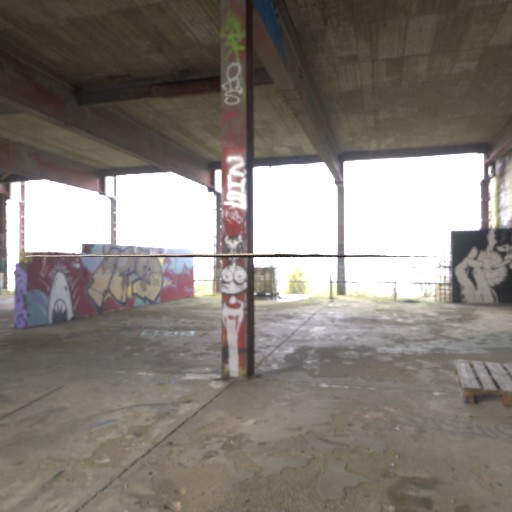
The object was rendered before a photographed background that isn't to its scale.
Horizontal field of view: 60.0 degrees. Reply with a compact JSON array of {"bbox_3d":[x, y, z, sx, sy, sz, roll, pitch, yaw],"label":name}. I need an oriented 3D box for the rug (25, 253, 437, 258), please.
[{"bbox_3d":[0.000,0.000,4.112,2.468,0.022,3.061,0,-1,36],"label":"rug"}]
